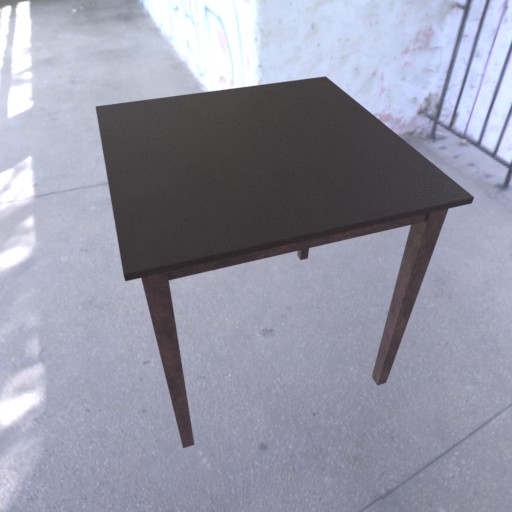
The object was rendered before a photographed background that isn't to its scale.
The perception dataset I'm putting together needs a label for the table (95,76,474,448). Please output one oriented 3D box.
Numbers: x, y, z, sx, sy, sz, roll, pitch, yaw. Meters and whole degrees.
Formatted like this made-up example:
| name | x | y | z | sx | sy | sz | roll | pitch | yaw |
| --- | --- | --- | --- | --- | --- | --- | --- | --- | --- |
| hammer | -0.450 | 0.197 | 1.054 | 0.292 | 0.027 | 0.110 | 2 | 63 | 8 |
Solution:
| name | x | y | z | sx | sy | sz | roll | pitch | yaw |
| --- | --- | --- | --- | --- | --- | --- | --- | --- | --- |
| table | 0.000 | 0.000 | 1.395 | 0.749 | 0.770 | 0.749 | -13 | 44 | -14 |
